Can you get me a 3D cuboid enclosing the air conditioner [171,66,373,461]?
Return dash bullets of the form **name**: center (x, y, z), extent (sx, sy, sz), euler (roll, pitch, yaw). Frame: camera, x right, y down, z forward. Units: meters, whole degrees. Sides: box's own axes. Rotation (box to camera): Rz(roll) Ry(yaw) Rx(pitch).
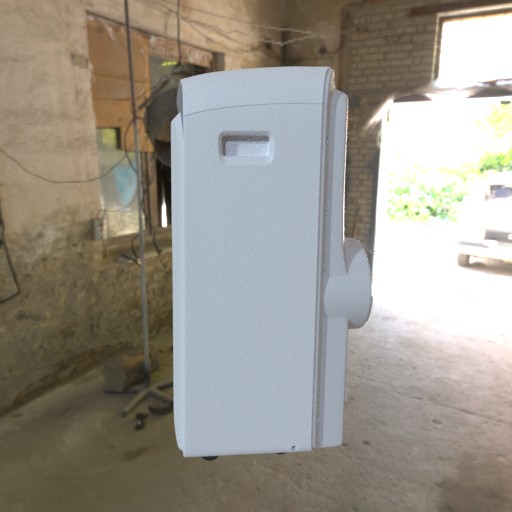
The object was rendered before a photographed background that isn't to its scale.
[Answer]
- **air conditioner**: center (0.000, 0.000, 0.935), extent (0.365, 0.700, 0.454), euler (-2, 14, -7)
